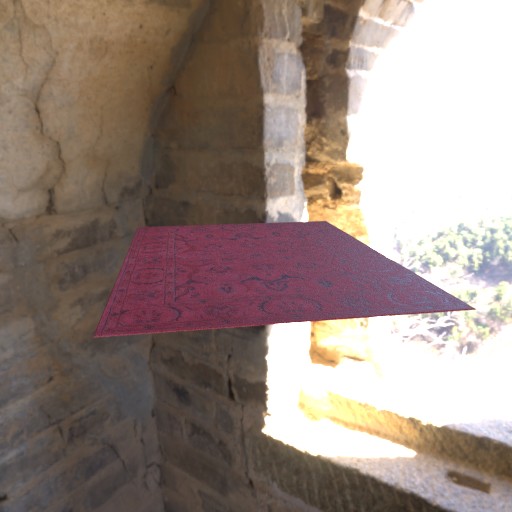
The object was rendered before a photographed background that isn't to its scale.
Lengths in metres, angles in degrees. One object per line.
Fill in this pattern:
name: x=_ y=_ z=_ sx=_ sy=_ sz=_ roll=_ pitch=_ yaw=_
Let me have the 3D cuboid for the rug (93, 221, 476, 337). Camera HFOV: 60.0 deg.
rug: x=0.000 y=0.000 z=3.982 sx=2.300 sy=0.012 sz=2.929 roll=-3 pitch=16 yaw=-9
